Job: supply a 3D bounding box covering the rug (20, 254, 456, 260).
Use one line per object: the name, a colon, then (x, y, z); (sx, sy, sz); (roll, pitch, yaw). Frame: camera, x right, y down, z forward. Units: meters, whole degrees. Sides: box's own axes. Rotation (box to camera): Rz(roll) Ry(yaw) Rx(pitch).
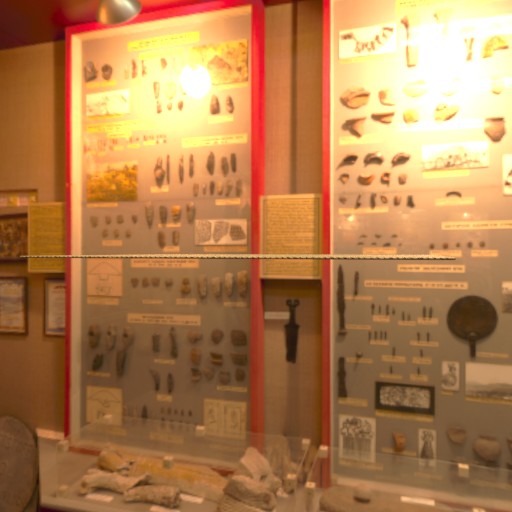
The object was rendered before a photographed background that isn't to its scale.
rug: (0.000, 0.000, 4.171); (3.207, 0.014, 2.439); (0, 1, 18)
